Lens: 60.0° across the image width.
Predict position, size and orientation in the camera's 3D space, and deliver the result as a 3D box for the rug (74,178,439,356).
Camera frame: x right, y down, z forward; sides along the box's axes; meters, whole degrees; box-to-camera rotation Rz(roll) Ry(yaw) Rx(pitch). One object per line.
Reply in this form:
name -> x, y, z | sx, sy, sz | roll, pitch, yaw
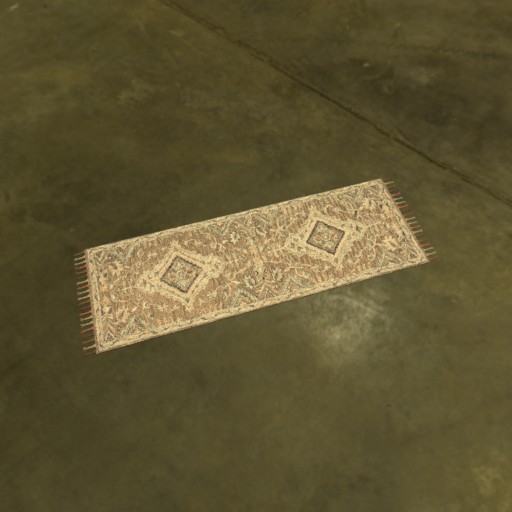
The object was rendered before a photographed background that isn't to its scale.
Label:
rug -> 0.000, 0.000, 2.885 | 2.378, 0.018, 1.324 | -1, 59, 0
